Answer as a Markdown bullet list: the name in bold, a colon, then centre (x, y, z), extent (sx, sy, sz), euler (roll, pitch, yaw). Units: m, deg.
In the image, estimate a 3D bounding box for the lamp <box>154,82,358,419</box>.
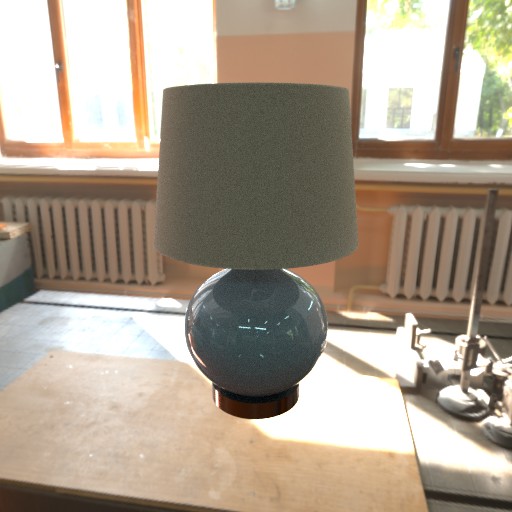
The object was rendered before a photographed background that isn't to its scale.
- **lamp**: centre (0.000, 0.000, 0.552), extent (0.247, 0.387, 0.247), euler (0, 16, 0)
